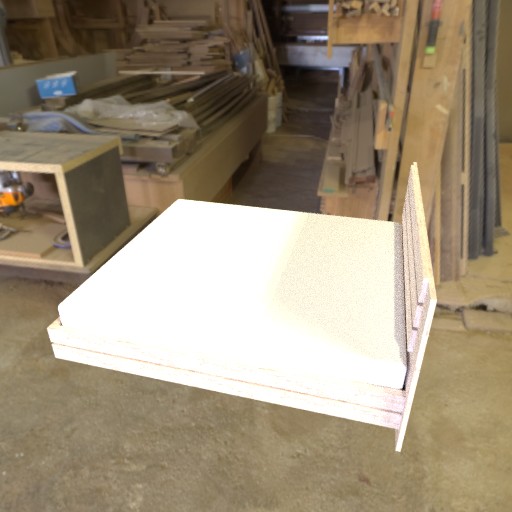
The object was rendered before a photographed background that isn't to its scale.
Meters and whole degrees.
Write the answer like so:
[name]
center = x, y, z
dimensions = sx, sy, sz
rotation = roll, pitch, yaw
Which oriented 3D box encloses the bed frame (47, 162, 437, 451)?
[bed frame]
center = 0.000, 0.000, 3.120
dimensions = 2.080, 0.970, 1.950
rotation = 8, 30, 13
